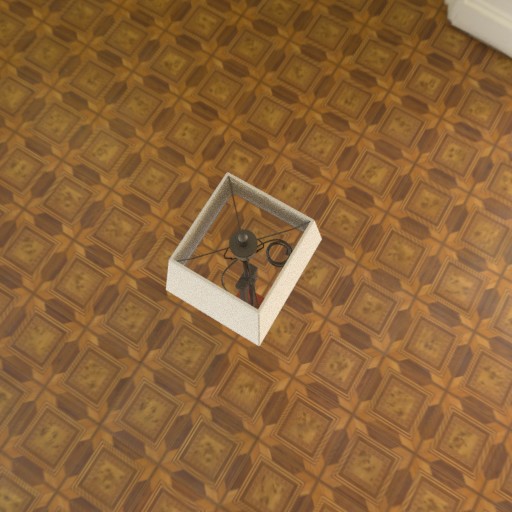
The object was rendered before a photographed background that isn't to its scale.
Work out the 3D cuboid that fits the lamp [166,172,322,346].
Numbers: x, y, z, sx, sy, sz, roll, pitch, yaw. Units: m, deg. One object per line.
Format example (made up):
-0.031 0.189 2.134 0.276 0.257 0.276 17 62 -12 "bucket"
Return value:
0.000 0.000 2.065 0.472 1.712 0.745 30 78 7 "lamp"
